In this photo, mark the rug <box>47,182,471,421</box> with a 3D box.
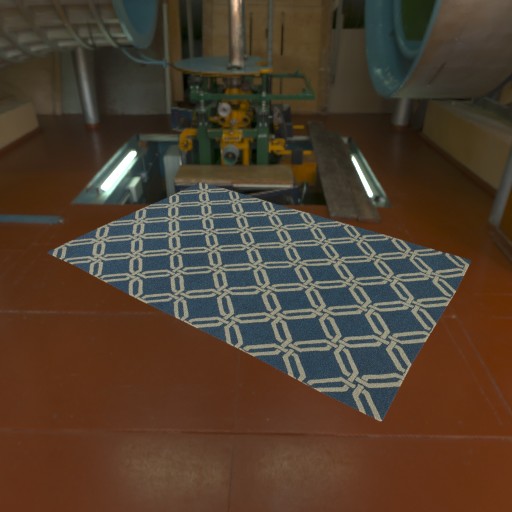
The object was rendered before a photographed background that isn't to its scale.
[{"bbox_3d":[0.000,0.000,2.174,1.755,0.010,1.153,20,36,30],"label":"rug"}]
